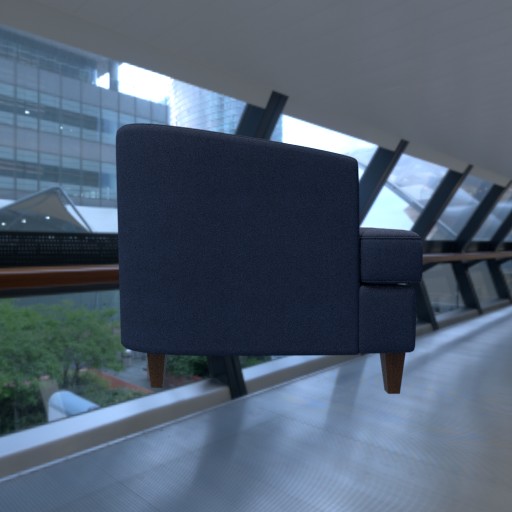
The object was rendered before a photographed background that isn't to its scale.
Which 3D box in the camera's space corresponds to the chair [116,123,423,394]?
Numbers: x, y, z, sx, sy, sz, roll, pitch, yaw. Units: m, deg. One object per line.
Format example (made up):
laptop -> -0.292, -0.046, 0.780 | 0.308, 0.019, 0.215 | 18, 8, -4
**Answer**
chair -> 0.000, 0.000, 1.756 | 0.914, 0.787, 1.118 | 0, 0, -1
